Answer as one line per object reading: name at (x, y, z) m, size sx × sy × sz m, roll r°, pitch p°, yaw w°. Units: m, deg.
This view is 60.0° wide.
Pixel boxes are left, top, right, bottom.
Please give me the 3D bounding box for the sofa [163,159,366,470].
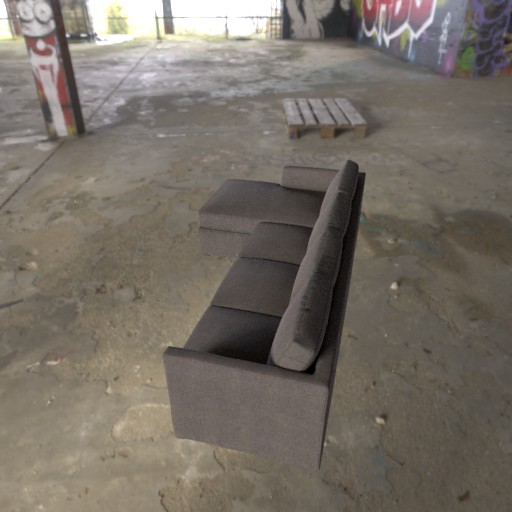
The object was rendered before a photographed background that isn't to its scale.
sofa at (0.000, 0.000, 3.876) m, size 1.650 × 0.922 × 3.205 m, roll 8°, pitch 32°, yaw 13°
